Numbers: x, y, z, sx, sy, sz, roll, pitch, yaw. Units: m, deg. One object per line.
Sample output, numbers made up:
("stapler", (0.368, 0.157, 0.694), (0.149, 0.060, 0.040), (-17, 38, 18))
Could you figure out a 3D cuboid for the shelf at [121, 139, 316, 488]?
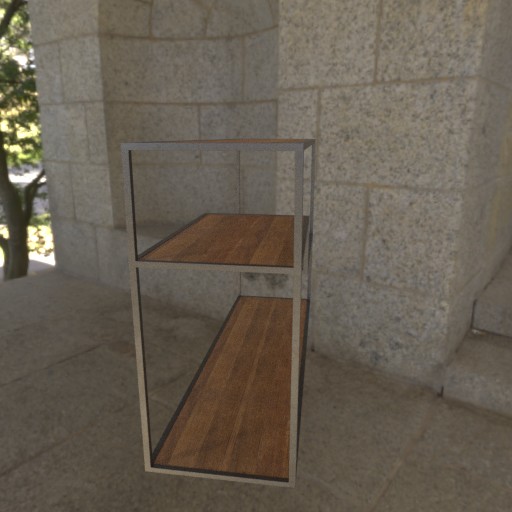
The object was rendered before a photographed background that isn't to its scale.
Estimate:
("shelf", (0.000, 0.000, 1.511), (0.361, 0.765, 1.201), (2, 15, 8))
